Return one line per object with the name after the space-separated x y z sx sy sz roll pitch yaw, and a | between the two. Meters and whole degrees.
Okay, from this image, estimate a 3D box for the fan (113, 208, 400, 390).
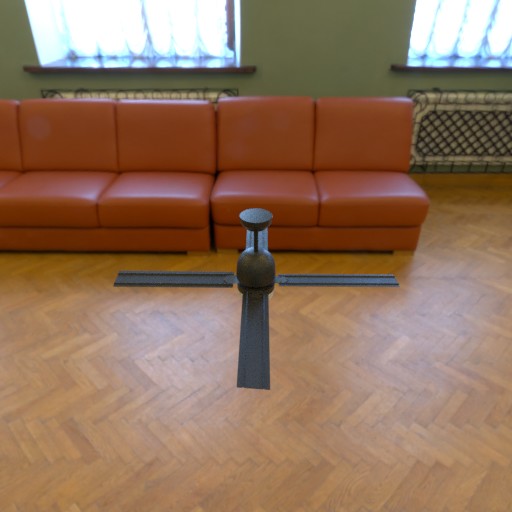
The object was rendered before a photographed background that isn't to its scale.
0.000 0.000 2.014 1.319 0.410 1.319 0 32 -1 | fan
